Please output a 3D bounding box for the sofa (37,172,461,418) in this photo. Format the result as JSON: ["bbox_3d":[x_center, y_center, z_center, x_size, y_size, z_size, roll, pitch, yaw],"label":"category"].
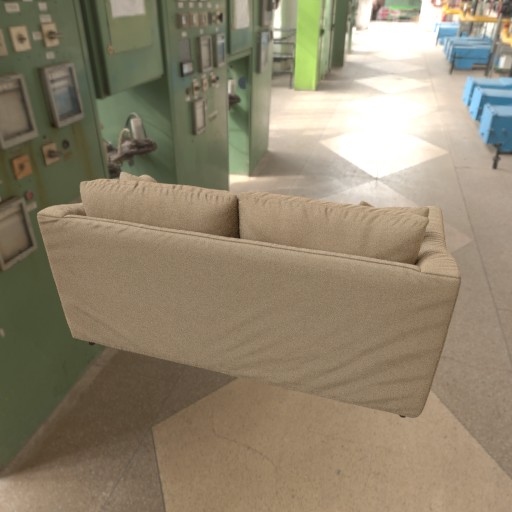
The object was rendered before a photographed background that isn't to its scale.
[{"bbox_3d":[0.000,0.000,2.567,2.010,1.018,1.072,9,32,15],"label":"sofa"}]
